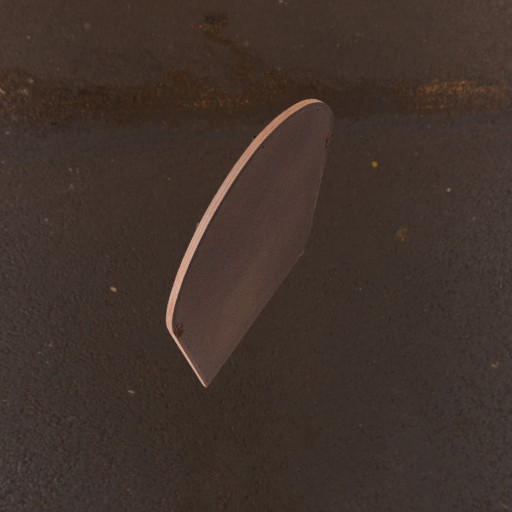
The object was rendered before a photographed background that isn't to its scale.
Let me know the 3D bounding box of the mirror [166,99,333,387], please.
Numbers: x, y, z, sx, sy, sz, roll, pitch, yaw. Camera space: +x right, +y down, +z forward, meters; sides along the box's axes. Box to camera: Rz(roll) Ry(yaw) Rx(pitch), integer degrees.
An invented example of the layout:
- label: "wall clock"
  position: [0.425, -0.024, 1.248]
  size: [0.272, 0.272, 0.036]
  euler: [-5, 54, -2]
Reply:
- label: "mirror"
  position: [0.000, 0.000, 1.148]
  size: [0.032, 0.915, 0.609]
  euler: [32, 69, 14]
